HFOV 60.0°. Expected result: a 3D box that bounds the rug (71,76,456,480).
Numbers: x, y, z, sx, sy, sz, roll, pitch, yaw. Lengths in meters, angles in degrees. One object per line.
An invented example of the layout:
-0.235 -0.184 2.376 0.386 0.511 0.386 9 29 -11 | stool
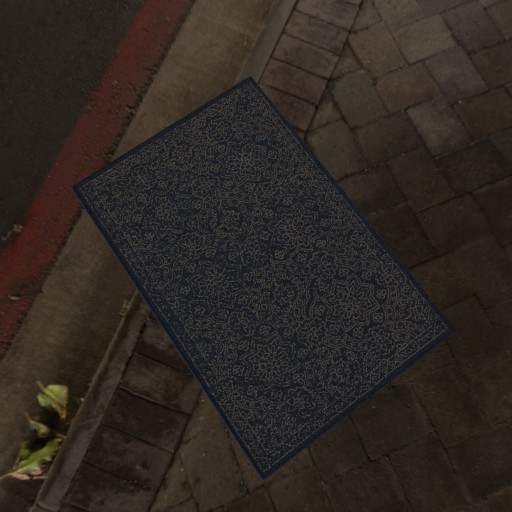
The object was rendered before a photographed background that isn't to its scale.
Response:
0.000 0.000 2.358 1.219 0.010 1.829 -35 79 -8 | rug
